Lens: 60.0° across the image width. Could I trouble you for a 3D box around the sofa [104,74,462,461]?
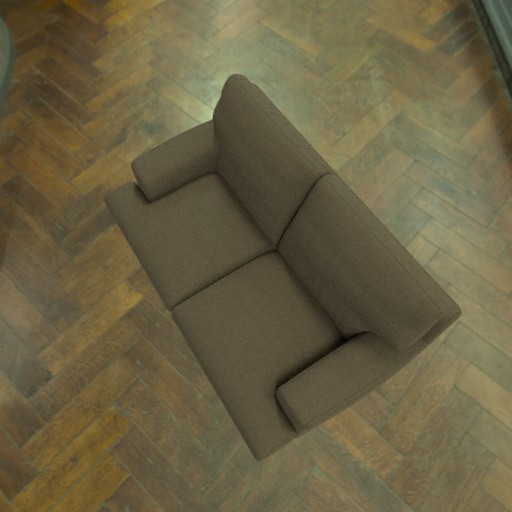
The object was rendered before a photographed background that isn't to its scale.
[{"bbox_3d":[0.000,0.000,2.508,1.140,0.950,1.869,-30,66,-15],"label":"sofa"}]
